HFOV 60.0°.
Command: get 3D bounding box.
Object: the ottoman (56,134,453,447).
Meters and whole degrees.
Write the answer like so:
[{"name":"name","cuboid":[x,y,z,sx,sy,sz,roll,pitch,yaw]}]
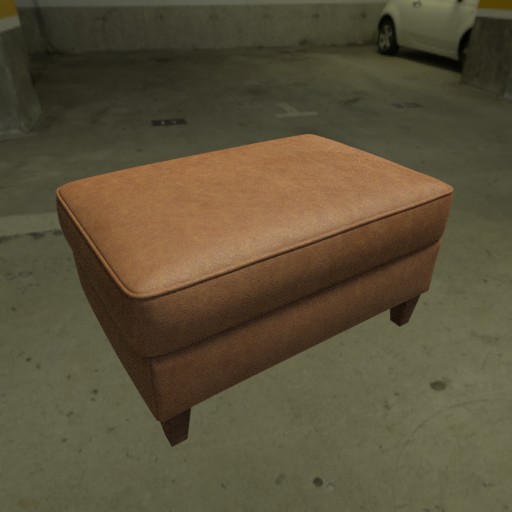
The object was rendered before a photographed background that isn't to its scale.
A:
[{"name":"ottoman","cuboid":[0.000,0.000,1.189,0.864,0.483,0.584,-19,36,-28]}]
